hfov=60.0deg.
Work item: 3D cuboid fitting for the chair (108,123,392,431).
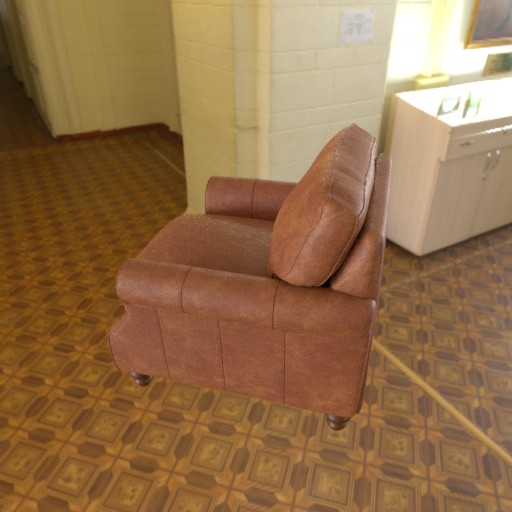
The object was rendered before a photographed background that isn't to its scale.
[{"bbox_3d":[0.000,0.000,1.815,0.986,0.962,0.983,8,32,13],"label":"chair"}]
